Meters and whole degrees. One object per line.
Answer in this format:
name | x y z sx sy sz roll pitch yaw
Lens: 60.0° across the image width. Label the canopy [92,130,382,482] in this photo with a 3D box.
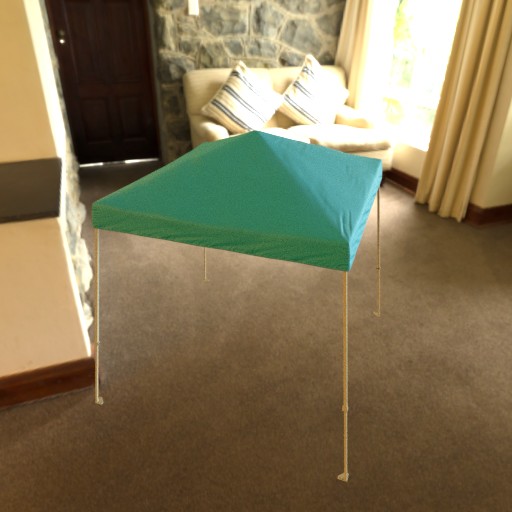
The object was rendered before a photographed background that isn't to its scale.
canopy | 0.000 0.000 5.089 2.849 2.850 2.850 10 30 17
